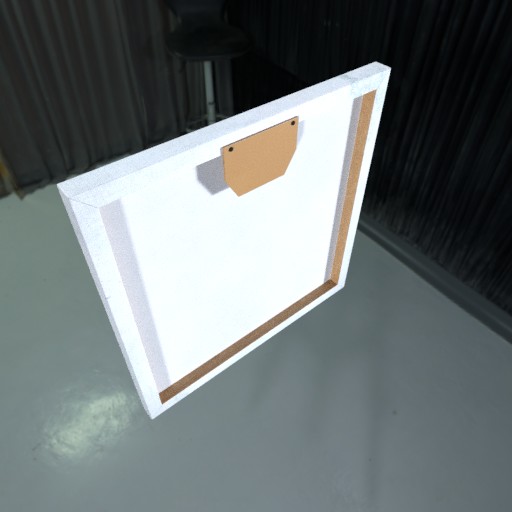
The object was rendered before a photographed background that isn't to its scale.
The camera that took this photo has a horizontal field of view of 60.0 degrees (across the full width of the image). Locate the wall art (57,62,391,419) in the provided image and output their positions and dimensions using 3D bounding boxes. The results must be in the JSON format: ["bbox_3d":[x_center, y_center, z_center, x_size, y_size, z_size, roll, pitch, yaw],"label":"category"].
[{"bbox_3d":[0.000,0.000,0.889,0.605,0.605,0.044,-30,52,-26],"label":"wall art"}]
